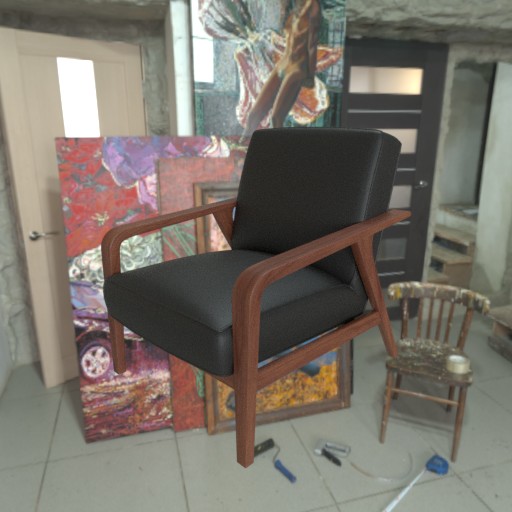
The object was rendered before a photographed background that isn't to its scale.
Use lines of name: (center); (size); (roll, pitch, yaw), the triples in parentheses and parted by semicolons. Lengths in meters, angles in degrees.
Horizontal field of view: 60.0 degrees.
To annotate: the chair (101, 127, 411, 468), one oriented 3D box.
chair: (0.000, 0.000, 1.535); (0.719, 0.861, 0.889); (15, 22, 42)
